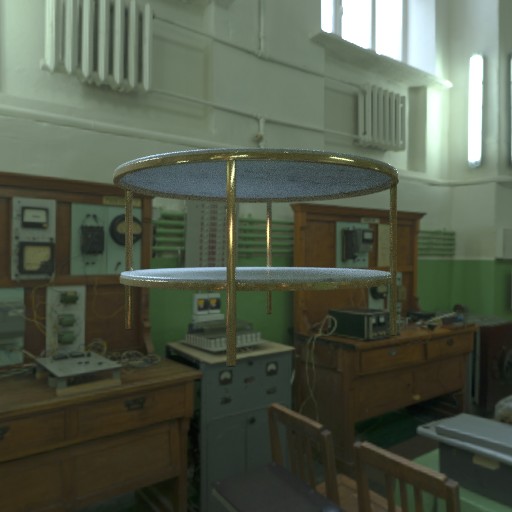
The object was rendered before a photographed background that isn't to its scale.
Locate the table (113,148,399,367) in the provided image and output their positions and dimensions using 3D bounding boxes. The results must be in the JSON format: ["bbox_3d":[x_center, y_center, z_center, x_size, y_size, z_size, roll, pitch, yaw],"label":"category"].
[{"bbox_3d":[0.000,0.000,1.306,0.800,0.450,0.800,0,0,0],"label":"table"}]
